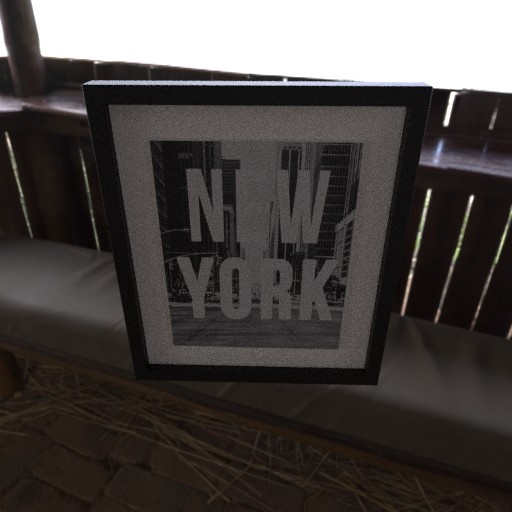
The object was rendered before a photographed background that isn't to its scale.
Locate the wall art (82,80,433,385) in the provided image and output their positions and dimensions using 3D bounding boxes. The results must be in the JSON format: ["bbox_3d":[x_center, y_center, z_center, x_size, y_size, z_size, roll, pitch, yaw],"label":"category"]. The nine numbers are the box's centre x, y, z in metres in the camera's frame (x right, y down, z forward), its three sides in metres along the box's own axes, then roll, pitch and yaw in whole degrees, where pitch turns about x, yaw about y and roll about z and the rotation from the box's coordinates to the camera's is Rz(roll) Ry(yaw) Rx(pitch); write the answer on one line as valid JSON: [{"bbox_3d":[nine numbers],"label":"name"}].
[{"bbox_3d":[0.000,0.000,0.519,0.328,0.381,0.028,1,30,2],"label":"wall art"}]
